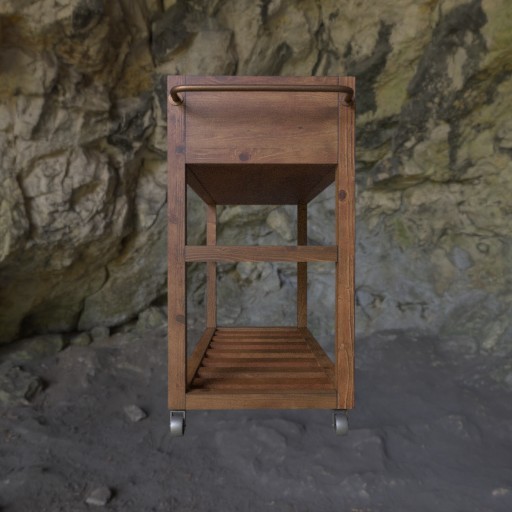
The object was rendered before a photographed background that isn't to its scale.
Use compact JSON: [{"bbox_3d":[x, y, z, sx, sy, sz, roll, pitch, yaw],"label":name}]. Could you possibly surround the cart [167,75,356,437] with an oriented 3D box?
[{"bbox_3d":[0.000,0.000,1.469,0.445,0.830,1.065,0,1,-1],"label":"cart"}]
